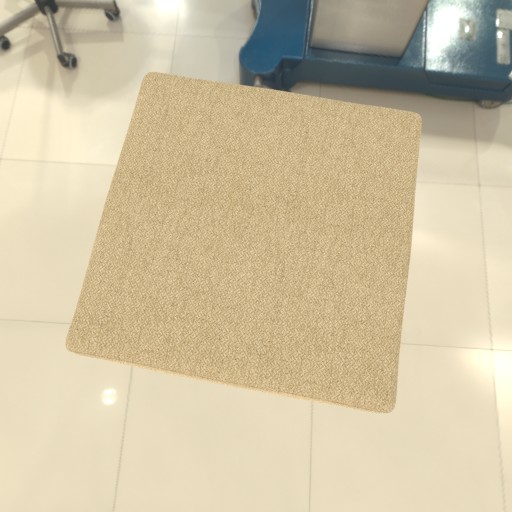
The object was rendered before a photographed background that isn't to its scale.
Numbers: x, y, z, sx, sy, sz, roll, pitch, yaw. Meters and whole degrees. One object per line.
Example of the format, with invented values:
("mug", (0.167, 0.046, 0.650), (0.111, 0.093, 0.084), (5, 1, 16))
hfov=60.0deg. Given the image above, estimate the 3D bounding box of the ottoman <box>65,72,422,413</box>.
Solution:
("ottoman", (0.000, 0.000, 0.896), (0.508, 0.432, 0.508), (10, 75, 3))
